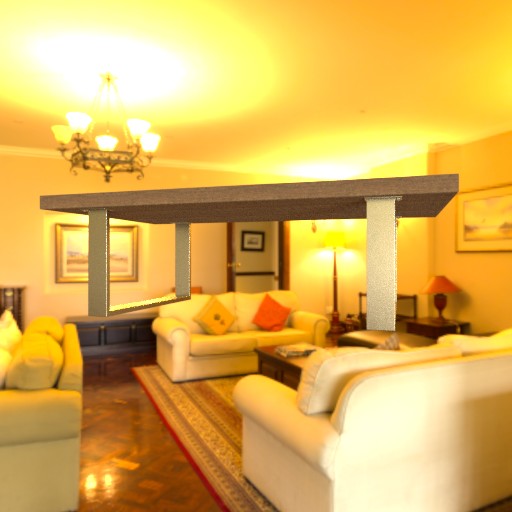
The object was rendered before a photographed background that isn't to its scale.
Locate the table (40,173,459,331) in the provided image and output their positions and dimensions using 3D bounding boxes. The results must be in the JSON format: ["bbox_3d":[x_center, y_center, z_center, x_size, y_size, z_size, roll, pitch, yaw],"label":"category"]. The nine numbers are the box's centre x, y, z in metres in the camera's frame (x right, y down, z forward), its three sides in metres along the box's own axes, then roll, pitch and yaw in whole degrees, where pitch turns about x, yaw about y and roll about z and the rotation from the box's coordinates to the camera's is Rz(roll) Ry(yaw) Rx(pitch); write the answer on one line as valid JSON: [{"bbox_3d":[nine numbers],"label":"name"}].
[{"bbox_3d":[0.000,0.000,1.780,1.400,0.440,0.800,0,0,18],"label":"table"}]
